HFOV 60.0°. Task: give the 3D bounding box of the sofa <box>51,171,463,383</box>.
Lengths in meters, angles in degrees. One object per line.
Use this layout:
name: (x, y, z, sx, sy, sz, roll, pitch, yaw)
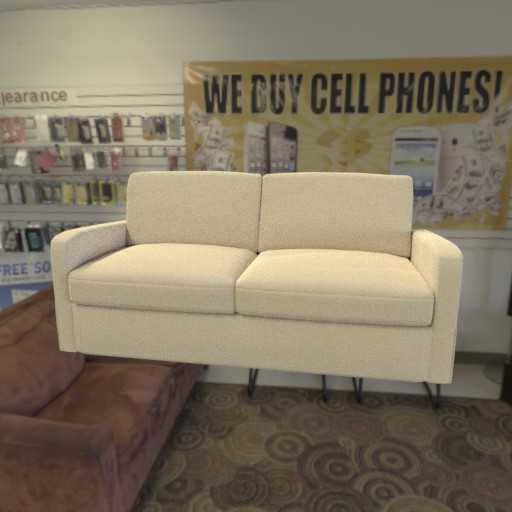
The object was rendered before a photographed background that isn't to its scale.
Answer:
sofa: (0.000, 0.000, 2.297, 1.808, 0.831, 0.894, 2, 14, 10)
